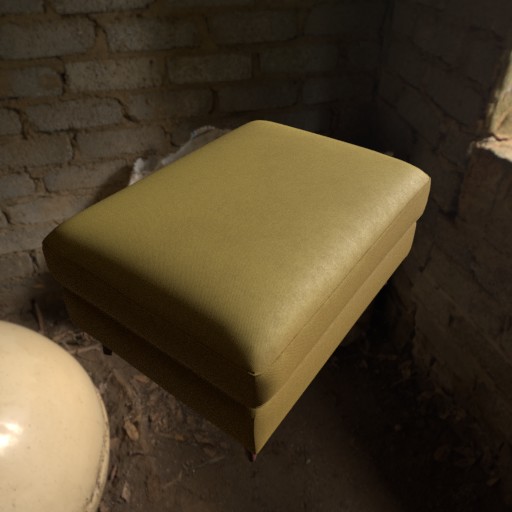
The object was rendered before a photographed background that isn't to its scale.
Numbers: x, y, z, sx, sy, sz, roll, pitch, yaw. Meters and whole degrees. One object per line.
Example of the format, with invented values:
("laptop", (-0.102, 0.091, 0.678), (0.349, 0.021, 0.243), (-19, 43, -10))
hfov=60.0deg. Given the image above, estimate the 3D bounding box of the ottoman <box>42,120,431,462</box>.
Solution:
("ottoman", (0.000, 0.000, 1.147), (0.608, 0.449, 0.811), (25, 46, 27))
